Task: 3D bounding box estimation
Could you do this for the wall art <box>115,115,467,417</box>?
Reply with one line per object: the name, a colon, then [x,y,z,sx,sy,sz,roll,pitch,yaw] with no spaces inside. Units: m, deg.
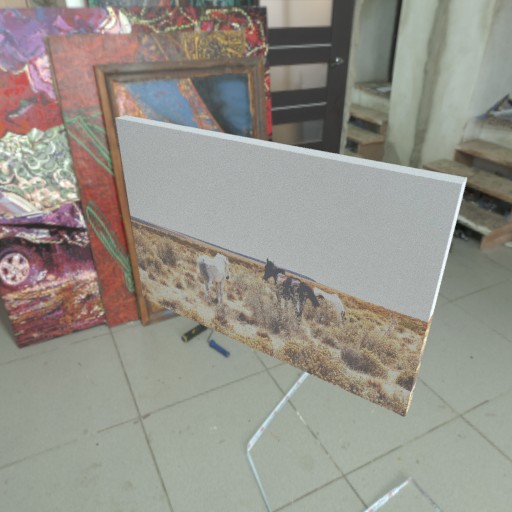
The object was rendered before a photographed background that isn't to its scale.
wall art: [0.000,0.000,1.468,1.138,0.761,0.051,19,35,29]
